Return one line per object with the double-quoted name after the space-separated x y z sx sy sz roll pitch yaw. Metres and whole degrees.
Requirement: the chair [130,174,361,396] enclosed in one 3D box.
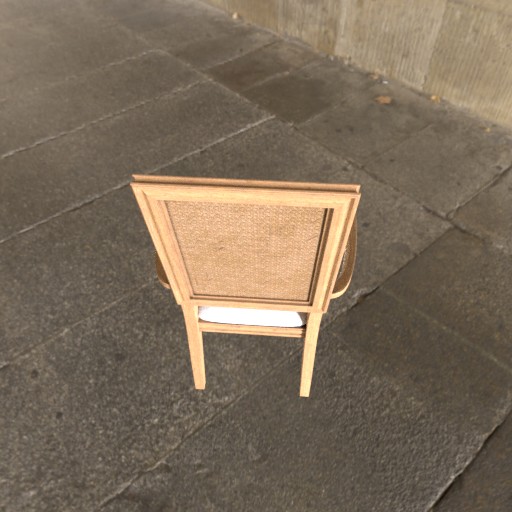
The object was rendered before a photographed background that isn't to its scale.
0.000 0.000 1.359 0.606 0.990 0.602 3 47 3 "chair"
